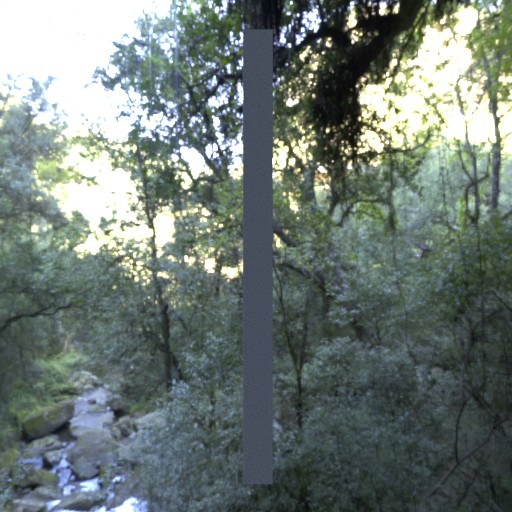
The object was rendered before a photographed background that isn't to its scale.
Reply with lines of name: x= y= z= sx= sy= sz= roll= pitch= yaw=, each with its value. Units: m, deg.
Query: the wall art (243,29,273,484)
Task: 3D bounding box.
wall art: x=0.000 y=0.000 z=0.452 sx=0.020 sy=0.307 sz=0.307 roll=0 pitch=0 yaw=0
